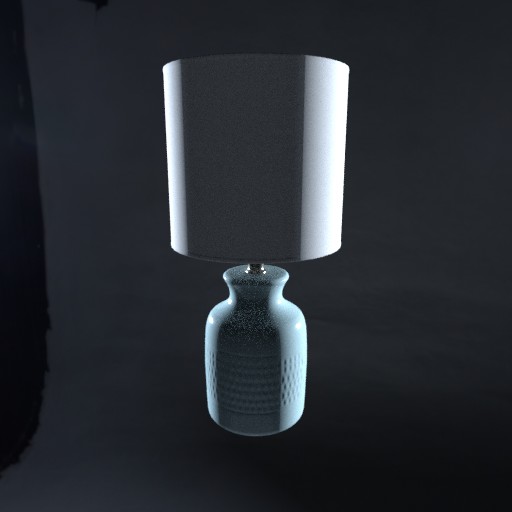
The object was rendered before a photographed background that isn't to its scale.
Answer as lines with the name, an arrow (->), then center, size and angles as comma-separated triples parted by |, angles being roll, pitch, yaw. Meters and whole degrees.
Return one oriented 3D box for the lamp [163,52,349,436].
lamp -> 0.000, 0.000, 1.119 | 0.418, 0.871, 0.418 | 2, 14, 9
